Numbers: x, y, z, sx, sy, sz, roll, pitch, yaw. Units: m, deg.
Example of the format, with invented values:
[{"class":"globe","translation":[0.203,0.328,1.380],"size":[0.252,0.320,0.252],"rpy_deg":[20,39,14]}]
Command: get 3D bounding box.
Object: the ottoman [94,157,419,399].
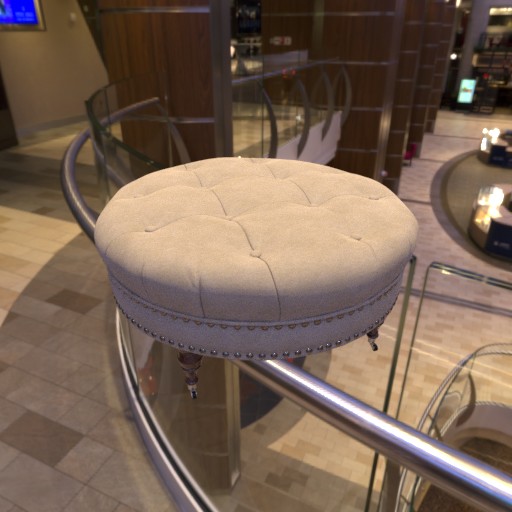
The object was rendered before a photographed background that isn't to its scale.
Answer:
[{"class":"ottoman","translation":[0.000,0.000,1.343],"size":[0.901,0.439,0.901],"rpy_deg":[0,27,0]}]
